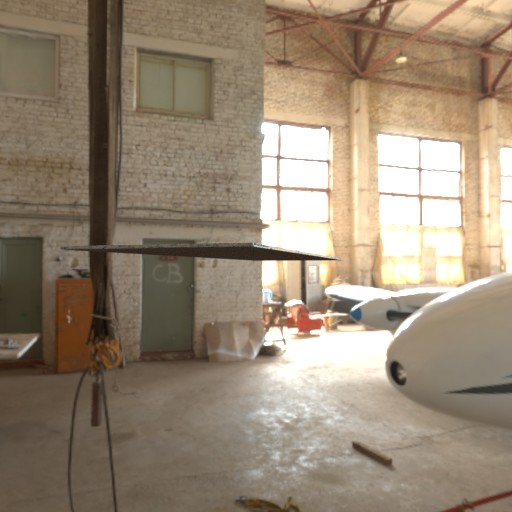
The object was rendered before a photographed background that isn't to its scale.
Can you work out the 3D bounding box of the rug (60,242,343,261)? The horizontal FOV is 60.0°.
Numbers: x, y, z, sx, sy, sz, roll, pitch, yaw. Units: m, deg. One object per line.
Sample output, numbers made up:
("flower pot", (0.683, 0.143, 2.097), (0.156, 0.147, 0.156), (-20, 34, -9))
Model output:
("rug", (0.000, 0.000, 2.705), (0.770, 0.013, 2.434), (-1, -2, 18))
